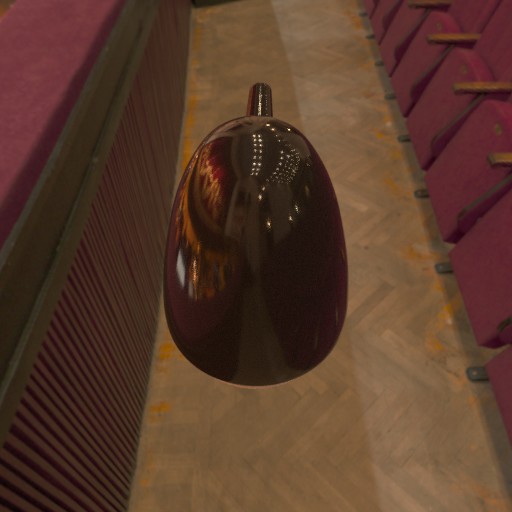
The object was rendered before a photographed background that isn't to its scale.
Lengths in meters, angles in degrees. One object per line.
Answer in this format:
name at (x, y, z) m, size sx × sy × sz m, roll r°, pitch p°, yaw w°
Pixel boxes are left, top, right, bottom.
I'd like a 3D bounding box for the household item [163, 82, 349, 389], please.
household item at (0.000, 0.000, 0.226) m, size 0.102 × 0.152 × 0.104 m, roll 2°, pitch 48°, yaw 2°
